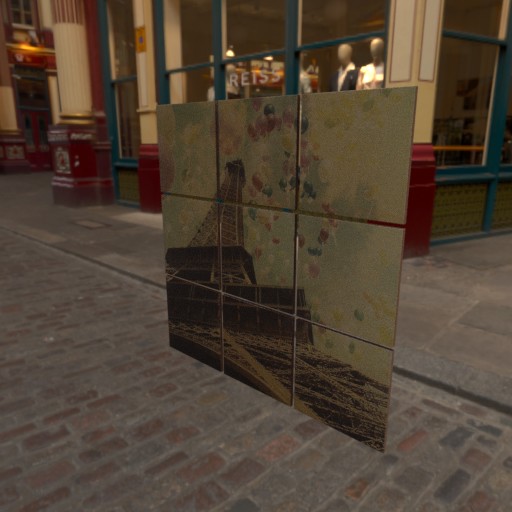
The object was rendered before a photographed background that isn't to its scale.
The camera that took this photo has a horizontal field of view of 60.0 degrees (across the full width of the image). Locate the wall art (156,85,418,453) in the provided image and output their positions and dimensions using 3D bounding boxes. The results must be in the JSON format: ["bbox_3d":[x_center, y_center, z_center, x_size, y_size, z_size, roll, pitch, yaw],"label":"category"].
[{"bbox_3d":[0.000,0.000,1.850,1.256,1.246,0.017,13,20,40],"label":"wall art"}]
